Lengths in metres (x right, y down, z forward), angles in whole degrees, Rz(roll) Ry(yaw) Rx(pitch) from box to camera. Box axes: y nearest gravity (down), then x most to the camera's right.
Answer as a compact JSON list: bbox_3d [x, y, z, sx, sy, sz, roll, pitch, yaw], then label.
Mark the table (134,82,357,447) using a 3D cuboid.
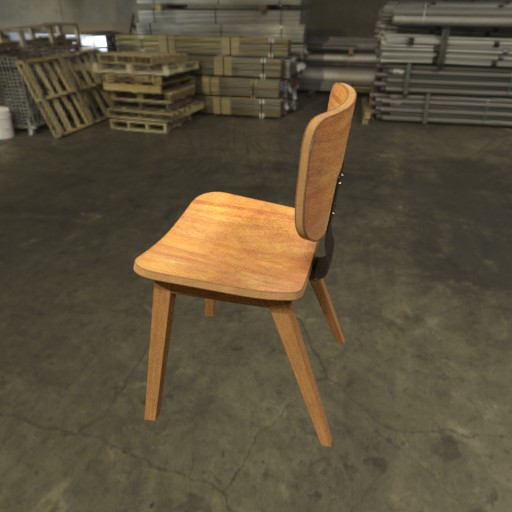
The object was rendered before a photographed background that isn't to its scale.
[{"bbox_3d":[0.000,0.000,1.147,0.500,0.805,0.499,7,31,13],"label":"table"}]
